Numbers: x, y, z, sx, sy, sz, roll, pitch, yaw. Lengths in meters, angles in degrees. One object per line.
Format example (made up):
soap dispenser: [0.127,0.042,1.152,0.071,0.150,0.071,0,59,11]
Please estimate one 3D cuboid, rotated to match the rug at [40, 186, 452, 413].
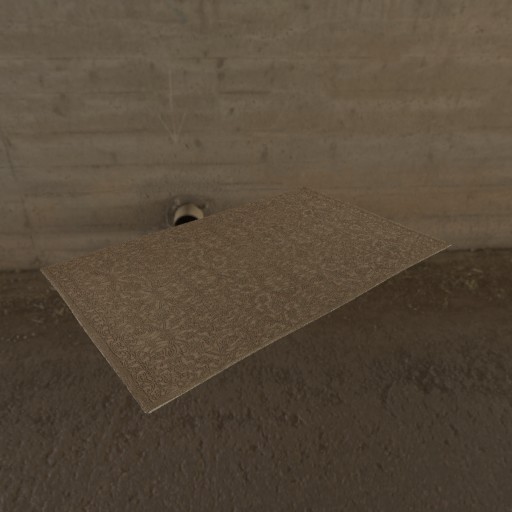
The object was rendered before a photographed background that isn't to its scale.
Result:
rug: [0.000,0.000,3.063,2.435,0.012,1.529,-22,36,-33]
